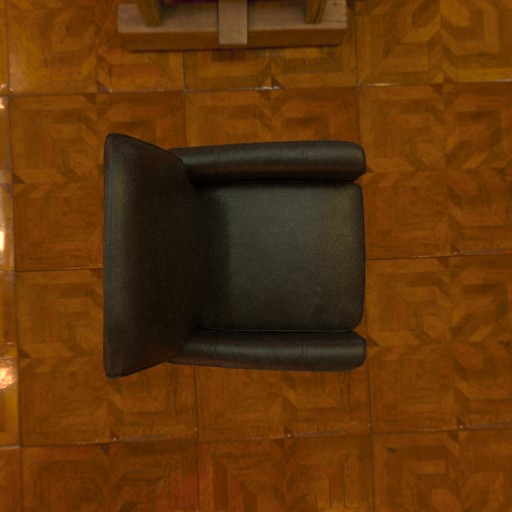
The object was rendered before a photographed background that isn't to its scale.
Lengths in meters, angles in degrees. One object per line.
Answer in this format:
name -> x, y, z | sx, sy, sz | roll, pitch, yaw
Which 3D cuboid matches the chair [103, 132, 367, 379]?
chair -> 0.000, 0.000, 1.678 | 0.864, 1.014, 0.848 | 0, 90, -1
